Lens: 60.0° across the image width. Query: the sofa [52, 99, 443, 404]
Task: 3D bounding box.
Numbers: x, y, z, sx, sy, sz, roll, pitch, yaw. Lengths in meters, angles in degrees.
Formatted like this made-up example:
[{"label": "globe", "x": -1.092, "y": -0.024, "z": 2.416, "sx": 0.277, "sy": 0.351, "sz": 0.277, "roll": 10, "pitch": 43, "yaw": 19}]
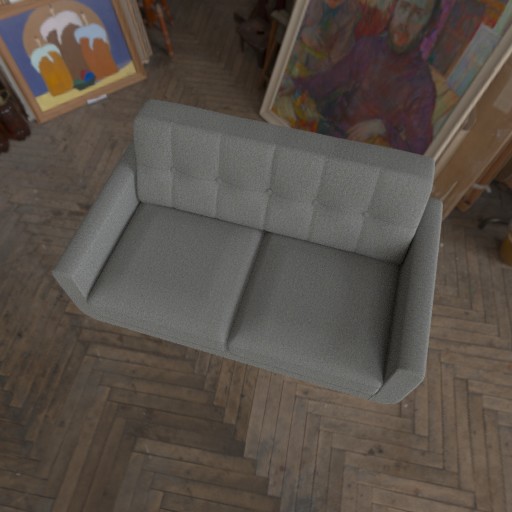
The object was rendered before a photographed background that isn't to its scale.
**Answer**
[{"label": "sofa", "x": 0.000, "y": 0.000, "z": 2.206, "sx": 1.651, "sy": 0.925, "sz": 0.952, "roll": 14, "pitch": 60, "yaw": 9}]
